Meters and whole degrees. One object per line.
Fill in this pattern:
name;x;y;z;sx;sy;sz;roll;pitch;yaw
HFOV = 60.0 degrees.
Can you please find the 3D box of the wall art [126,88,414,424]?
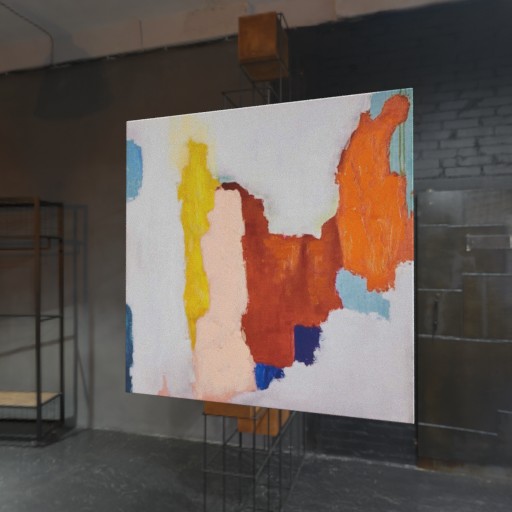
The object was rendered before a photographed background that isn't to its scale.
wall art;0.000;0.000;1.521;1.017;1.017;0.044;0;-1;19
